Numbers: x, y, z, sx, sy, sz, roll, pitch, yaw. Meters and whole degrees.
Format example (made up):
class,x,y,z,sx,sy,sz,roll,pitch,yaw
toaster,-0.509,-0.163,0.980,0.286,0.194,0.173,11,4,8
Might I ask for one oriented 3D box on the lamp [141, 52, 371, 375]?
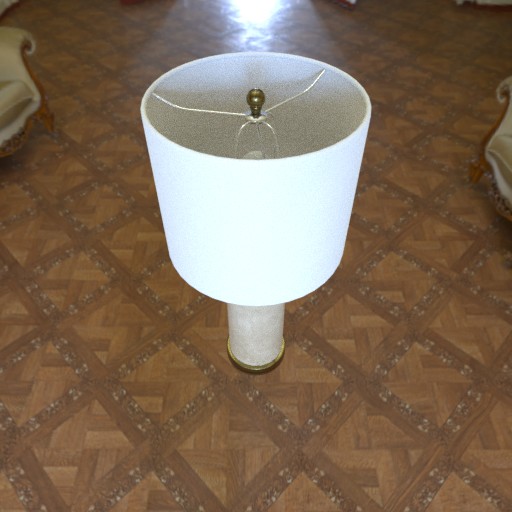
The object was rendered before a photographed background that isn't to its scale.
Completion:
class,x,y,z,sx,sy,sz,roll,pitch,yaw
lamp,0.000,0.000,0.814,0.305,0.634,0.305,35,55,29
